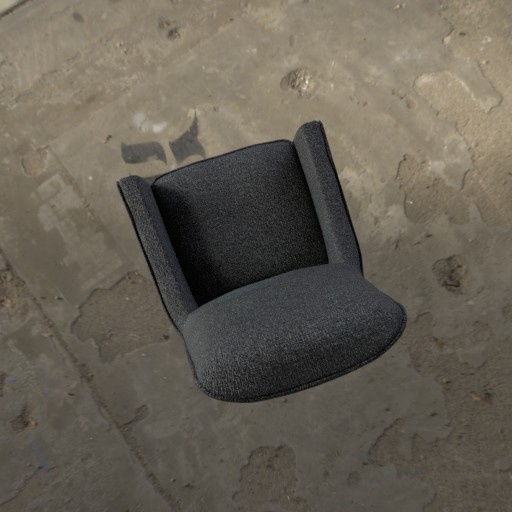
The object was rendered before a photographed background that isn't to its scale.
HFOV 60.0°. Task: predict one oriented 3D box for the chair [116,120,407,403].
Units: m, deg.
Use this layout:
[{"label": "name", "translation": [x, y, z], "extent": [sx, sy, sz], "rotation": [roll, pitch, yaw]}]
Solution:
[{"label": "chair", "translation": [0.000, 0.000, 1.494], "extent": [0.763, 0.883, 0.859], "rotation": [-18, 76, -5]}]
